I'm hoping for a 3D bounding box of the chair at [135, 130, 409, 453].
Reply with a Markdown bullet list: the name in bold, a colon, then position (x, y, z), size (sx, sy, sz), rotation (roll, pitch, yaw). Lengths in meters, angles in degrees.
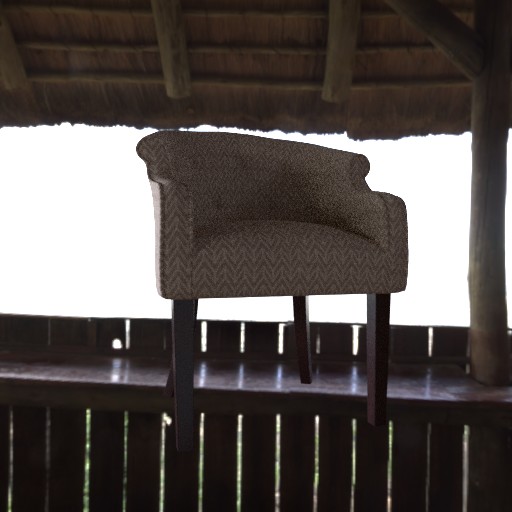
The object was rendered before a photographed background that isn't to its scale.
- **chair**: position (0.000, 0.000, 1.292), size (0.686, 0.858, 0.613), rotation (0, 0, -18)
